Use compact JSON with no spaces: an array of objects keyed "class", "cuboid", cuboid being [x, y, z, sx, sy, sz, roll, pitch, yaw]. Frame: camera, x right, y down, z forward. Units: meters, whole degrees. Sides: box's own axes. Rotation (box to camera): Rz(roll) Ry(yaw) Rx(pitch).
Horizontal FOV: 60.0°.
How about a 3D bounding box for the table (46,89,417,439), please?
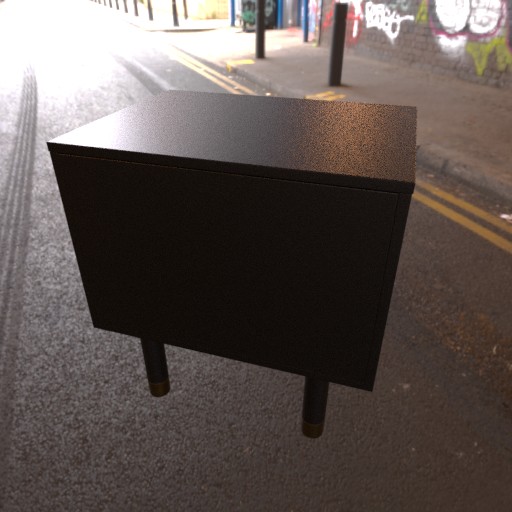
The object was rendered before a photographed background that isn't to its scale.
[{"class":"table","cuboid":[0.000,0.000,0.968,0.564,0.584,0.441,9,33,15]}]
